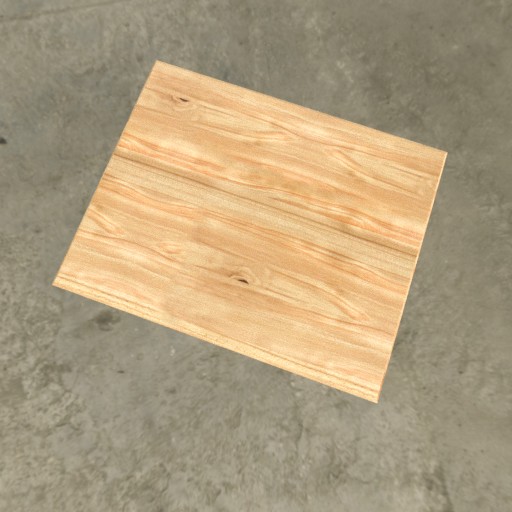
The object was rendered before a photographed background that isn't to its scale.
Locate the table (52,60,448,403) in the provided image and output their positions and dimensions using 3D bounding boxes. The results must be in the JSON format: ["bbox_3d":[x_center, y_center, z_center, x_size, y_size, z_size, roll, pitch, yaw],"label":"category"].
[{"bbox_3d":[0.000,0.000,0.887,0.530,0.515,0.380,19,78,4],"label":"table"}]
